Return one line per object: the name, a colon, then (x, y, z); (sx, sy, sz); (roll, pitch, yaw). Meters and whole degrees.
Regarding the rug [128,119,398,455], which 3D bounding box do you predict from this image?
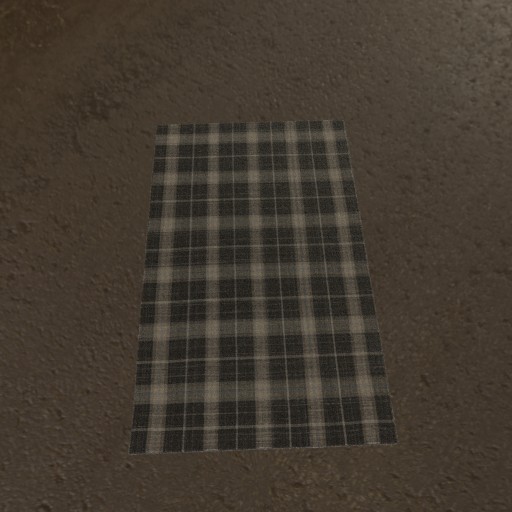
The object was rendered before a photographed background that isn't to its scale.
rug: (0.000, 0.000, 3.032); (1.520, 0.015, 2.434); (-2, 63, -1)
